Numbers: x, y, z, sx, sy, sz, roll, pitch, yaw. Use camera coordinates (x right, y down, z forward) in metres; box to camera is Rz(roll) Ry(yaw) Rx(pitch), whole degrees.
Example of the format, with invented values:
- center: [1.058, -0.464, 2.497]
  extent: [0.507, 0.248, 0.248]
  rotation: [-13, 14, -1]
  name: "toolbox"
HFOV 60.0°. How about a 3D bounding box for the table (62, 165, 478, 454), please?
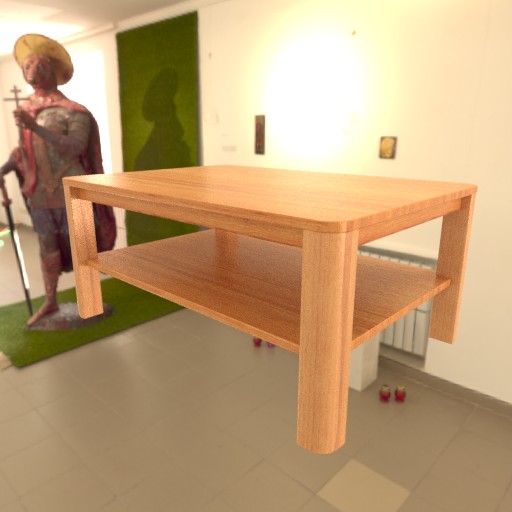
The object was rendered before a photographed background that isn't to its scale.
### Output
- center: [0.000, 0.000, 1.322]
  extent: [0.997, 0.445, 0.696]
  rotation: [14, 21, 41]
  name: "table"
